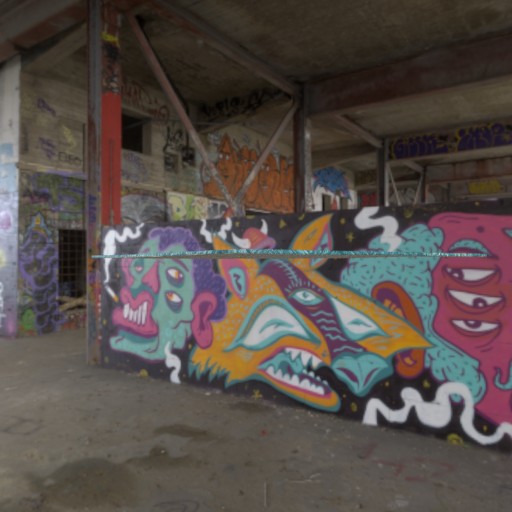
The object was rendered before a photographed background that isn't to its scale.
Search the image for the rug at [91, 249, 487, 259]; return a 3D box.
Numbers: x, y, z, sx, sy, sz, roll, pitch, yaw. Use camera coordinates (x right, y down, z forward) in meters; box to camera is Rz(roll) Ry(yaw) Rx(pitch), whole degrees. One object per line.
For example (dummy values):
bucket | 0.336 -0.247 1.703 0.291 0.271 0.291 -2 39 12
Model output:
rug | 0.000 0.000 2.197 1.136 0.017 1.728 1 -1 -35
